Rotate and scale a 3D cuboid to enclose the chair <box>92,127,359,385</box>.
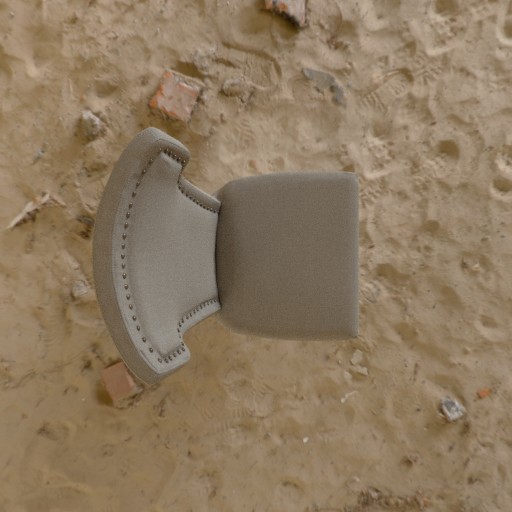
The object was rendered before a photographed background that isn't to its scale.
[{"bbox_3d":[0.000,0.000,1.325,0.630,0.955,0.526,0,90,2],"label":"chair"}]
